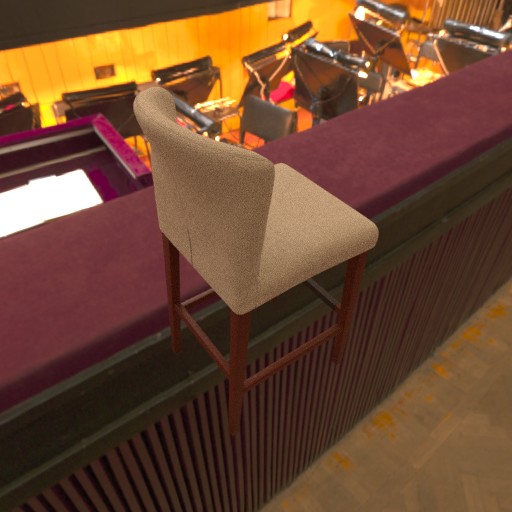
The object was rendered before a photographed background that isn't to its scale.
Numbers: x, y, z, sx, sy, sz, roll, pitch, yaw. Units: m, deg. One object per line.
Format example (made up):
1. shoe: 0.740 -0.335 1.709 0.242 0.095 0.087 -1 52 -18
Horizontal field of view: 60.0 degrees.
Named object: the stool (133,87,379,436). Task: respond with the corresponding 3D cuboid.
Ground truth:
1. stool: 0.000 0.000 1.402 0.568 1.069 0.481 -25 48 -26
